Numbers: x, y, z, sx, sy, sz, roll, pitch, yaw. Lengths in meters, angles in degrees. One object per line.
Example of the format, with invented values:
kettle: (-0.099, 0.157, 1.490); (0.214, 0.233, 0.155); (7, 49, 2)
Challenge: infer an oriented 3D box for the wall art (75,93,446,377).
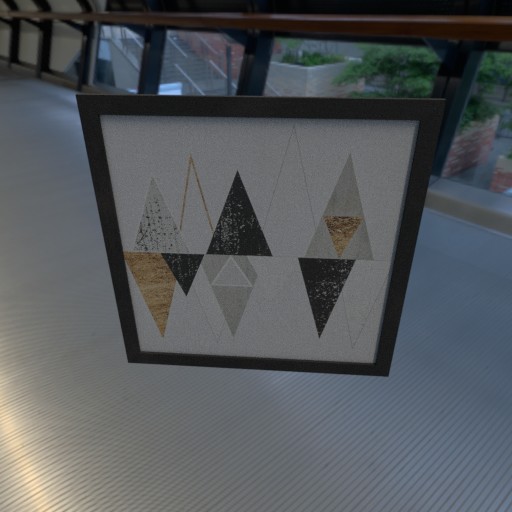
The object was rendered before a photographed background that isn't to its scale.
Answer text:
wall art: (0.000, 0.000, 1.196); (0.823, 0.823, 0.013); (2, 30, 4)
